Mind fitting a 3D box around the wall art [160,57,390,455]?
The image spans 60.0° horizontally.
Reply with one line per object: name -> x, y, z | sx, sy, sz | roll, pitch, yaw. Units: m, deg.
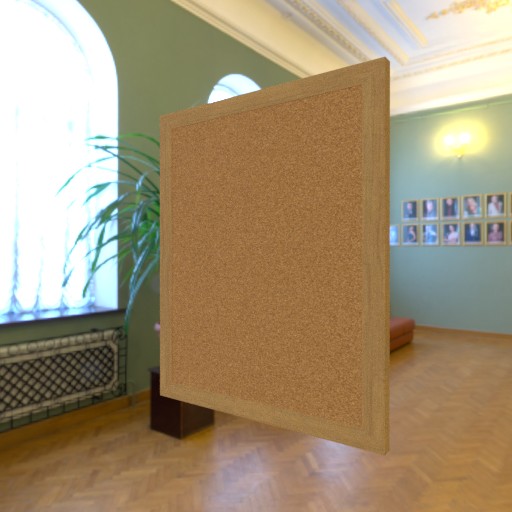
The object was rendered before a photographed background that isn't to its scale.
wall art -> 0.000, 0.000, 0.765 | 0.460, 0.561, 0.020 | 0, 0, 36
